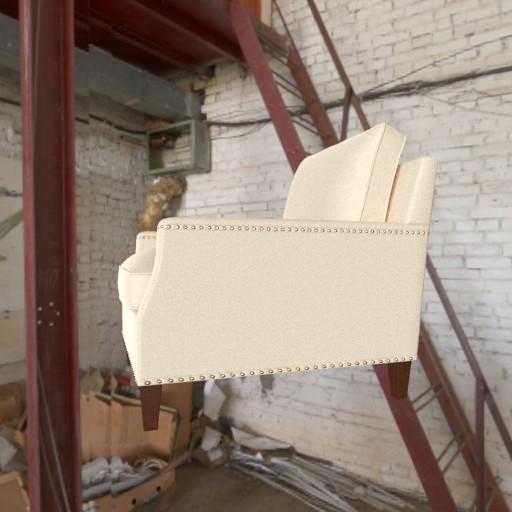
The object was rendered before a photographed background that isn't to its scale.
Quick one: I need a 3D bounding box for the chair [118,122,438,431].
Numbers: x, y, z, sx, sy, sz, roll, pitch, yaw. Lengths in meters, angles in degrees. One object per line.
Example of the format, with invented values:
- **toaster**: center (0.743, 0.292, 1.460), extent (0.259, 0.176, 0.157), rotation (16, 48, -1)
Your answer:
- **chair**: center (0.000, 0.000, 1.717), extent (1.014, 0.943, 0.853), rotation (0, 0, -19)
